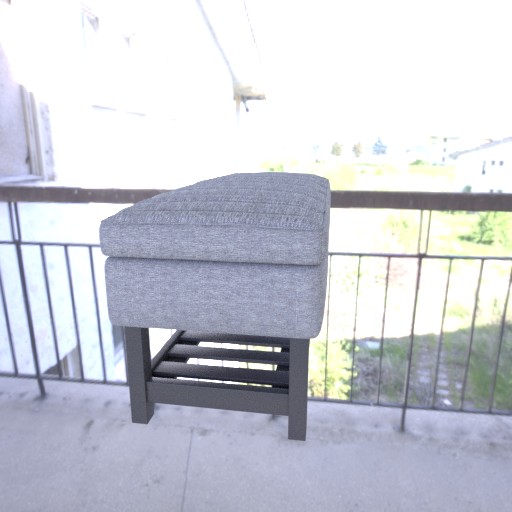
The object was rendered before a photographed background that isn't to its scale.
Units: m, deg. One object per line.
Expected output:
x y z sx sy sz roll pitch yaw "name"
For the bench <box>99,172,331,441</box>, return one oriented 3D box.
0.000 0.000 1.333 0.429 0.470 1.100 2 15 9 "bench"
